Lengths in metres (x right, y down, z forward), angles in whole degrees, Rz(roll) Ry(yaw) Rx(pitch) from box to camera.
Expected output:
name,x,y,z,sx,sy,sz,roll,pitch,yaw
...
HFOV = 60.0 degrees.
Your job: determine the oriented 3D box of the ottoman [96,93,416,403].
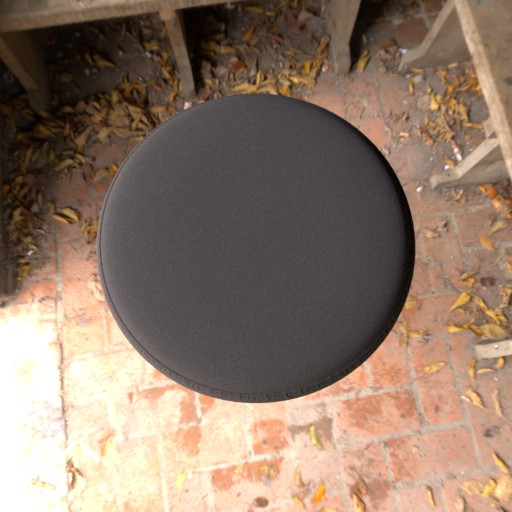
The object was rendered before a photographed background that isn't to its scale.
name,x,y,z,sx,sy,sz,roll,pitch,yaw
ottoman,0.000,0.000,0.997,0.608,0.433,0.608,0,76,0
